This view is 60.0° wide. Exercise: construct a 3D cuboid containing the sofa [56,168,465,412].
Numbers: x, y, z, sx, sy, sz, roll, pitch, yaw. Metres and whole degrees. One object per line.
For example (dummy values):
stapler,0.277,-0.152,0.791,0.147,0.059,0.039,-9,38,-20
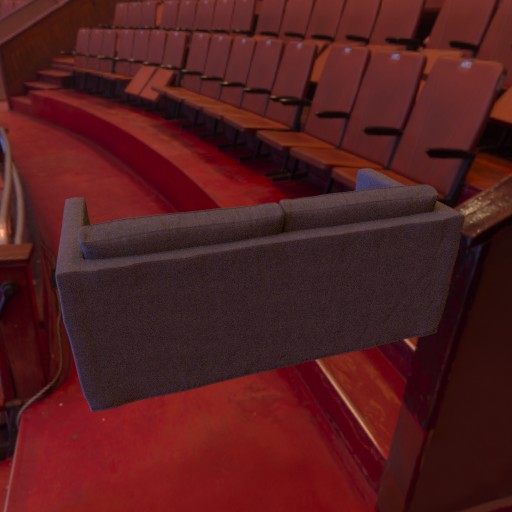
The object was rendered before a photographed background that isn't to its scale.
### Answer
sofa,0.000,0.000,2.498,1.982,0.855,0.953,-9,28,-16
